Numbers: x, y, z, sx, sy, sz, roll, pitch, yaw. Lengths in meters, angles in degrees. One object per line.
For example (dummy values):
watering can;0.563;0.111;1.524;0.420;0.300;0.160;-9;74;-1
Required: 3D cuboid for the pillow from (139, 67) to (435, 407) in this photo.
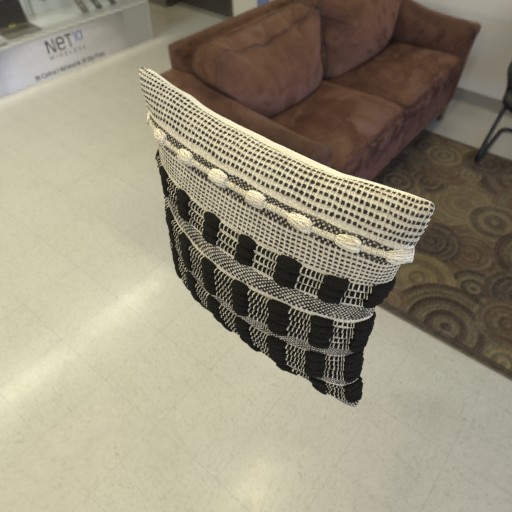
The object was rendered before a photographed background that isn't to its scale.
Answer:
pillow;0.000;0.000;0.661;0.436;0.438;0.156;33;55;27
